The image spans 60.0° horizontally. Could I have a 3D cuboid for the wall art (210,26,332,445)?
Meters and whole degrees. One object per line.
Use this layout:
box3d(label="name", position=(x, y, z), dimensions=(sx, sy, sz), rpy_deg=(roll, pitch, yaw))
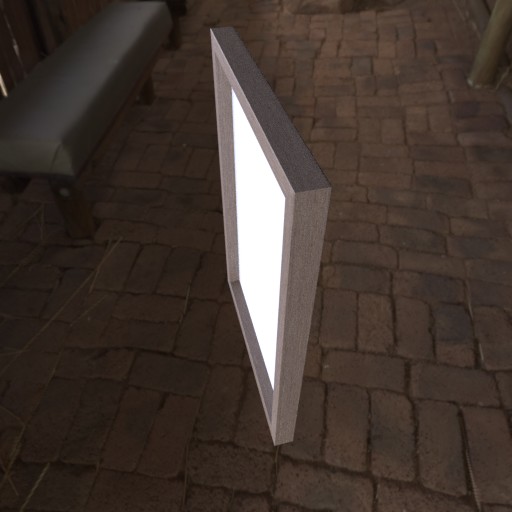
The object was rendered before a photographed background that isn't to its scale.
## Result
box3d(label="wall art", position=(0.000, 0.000, 0.648), dimensions=(0.032, 0.510, 0.358), rpy_deg=(-11, 47, -10))
